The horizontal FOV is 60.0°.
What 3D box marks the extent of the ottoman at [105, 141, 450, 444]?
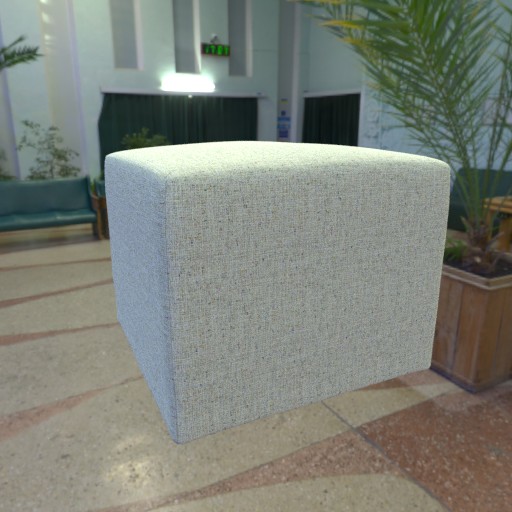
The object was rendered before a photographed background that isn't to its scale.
[{"bbox_3d":[0.000,0.000,0.912,0.512,0.453,0.521,-8,17,-25],"label":"ottoman"}]
